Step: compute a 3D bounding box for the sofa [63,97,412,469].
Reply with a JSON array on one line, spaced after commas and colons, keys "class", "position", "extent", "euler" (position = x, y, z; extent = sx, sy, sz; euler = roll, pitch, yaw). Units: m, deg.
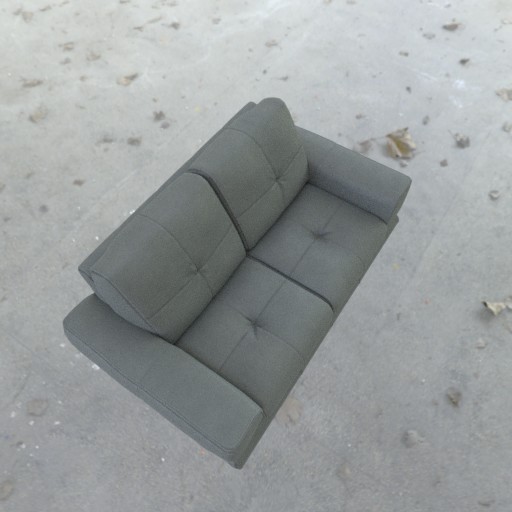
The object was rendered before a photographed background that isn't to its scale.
[{"class": "sofa", "position": [0.000, 0.000, 2.354], "extent": [1.018, 0.907, 1.806], "euler": [30, 63, 17]}]
